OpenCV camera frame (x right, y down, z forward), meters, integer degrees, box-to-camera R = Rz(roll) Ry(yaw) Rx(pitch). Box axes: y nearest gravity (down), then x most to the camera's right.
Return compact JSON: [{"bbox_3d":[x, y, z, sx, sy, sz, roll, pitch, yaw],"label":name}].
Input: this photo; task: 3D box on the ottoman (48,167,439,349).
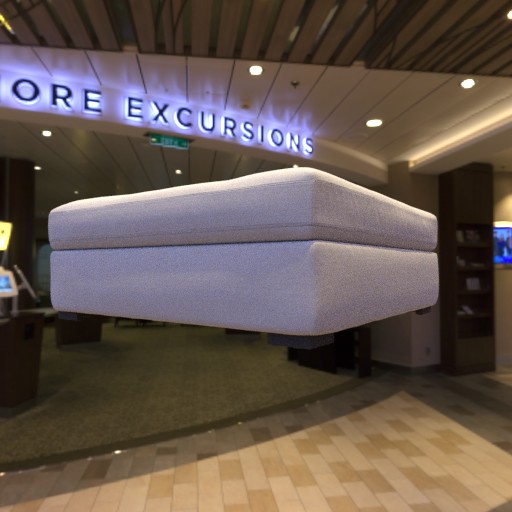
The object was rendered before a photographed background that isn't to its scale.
[{"bbox_3d":[0.000,0.000,1.791,1.167,0.482,1.163,-1,-2,36],"label":"ottoman"}]
